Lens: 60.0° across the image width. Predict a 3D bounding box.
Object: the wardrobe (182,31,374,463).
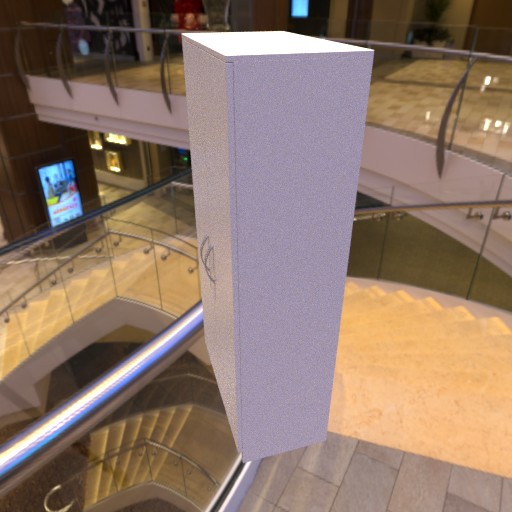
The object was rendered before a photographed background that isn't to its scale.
[{"bbox_3d":[0.000,0.000,1.938,0.470,1.700,0.760,-9,32,-14],"label":"wardrobe"}]
